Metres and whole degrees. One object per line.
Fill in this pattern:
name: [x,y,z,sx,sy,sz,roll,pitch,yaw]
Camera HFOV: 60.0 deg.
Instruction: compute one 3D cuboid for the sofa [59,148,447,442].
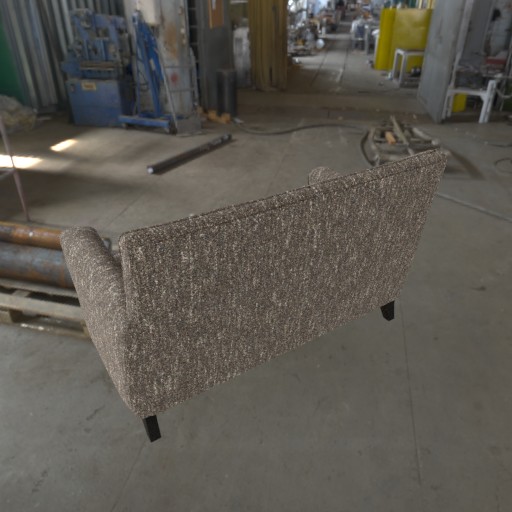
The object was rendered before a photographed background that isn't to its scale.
sofa: [0.000,0.000,2.056,1.519,0.946,0.801,-19,36,-28]
